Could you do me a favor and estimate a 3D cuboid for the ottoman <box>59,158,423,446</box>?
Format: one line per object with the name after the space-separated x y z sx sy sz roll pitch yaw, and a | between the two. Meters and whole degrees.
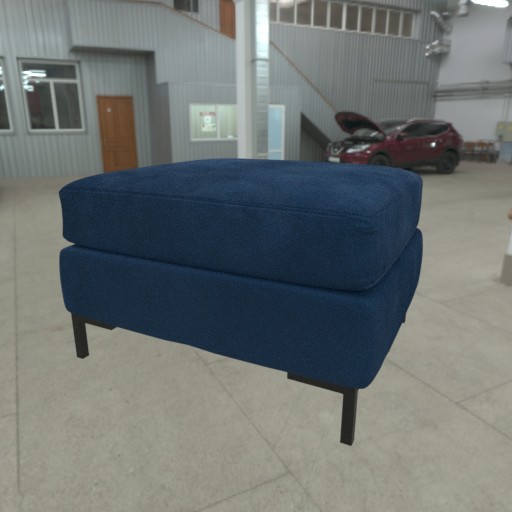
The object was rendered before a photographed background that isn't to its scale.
0.000 0.000 1.190 0.794 0.485 0.655 9 19 26 | ottoman
